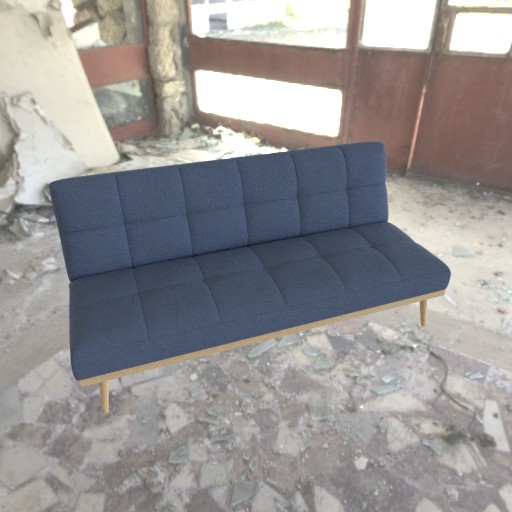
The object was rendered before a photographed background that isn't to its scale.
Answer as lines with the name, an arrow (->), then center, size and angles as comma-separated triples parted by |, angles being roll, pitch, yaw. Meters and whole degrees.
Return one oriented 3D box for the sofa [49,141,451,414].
sofa -> 0.000, 0.000, 2.216 | 1.800, 0.800, 0.796 | -11, 33, -17
